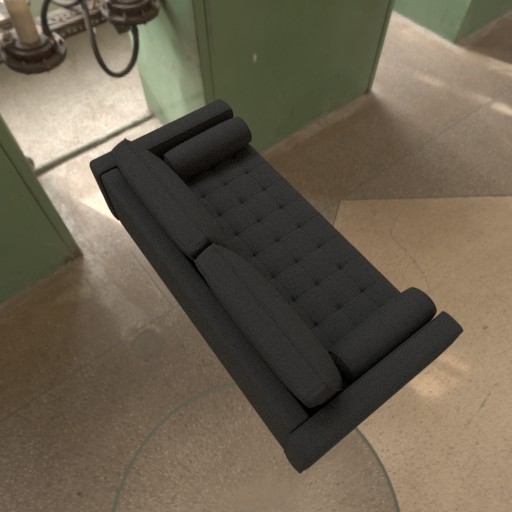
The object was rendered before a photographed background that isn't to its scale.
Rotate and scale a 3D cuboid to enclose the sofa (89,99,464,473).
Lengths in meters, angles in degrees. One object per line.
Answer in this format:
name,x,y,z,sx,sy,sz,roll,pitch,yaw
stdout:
sofa,0.000,0.000,2.327,0.914,0.759,1.875,-32,64,-18
